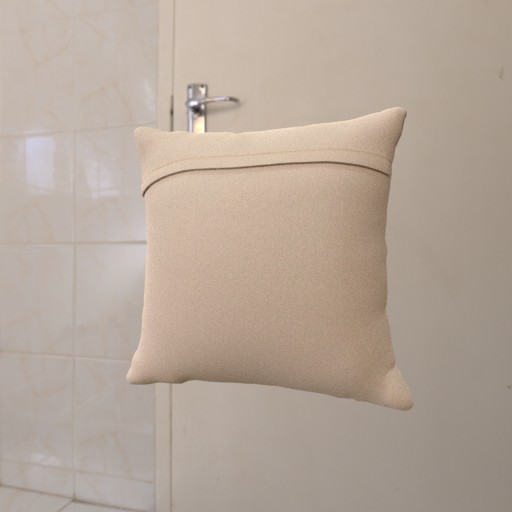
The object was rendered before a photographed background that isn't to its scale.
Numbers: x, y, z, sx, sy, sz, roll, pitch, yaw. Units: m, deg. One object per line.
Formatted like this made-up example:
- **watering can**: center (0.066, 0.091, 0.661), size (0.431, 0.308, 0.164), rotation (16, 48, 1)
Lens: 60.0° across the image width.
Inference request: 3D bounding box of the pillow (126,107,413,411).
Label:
- **pillow**: center (0.000, 0.000, 0.802), size (0.536, 0.506, 0.229), rotation (0, 0, 17)
